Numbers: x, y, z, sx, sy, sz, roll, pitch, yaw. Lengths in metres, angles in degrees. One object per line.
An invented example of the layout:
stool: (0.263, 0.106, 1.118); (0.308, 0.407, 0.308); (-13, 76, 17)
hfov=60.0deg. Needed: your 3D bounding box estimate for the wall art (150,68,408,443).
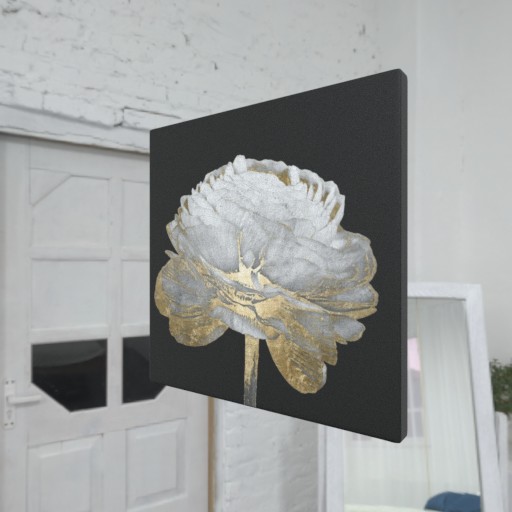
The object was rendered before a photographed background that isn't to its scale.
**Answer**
wall art: (0.000, 0.000, 0.913); (0.610, 0.611, 0.043); (0, 0, 36)
